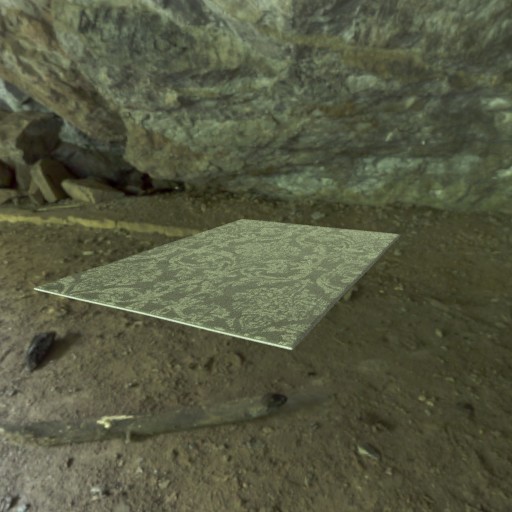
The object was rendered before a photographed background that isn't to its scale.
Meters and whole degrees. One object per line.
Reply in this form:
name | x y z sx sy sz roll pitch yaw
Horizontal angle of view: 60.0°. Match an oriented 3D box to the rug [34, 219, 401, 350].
rug | 0.000 0.000 2.415 1.206 0.012 1.824 8 17 27
